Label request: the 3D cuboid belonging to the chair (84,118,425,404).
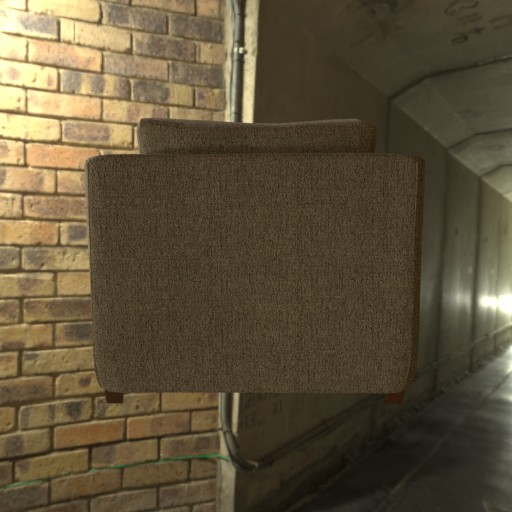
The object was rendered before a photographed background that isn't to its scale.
[{"bbox_3d":[0.000,0.000,1.947,1.138,1.037,1.009,0,0,0],"label":"chair"}]
